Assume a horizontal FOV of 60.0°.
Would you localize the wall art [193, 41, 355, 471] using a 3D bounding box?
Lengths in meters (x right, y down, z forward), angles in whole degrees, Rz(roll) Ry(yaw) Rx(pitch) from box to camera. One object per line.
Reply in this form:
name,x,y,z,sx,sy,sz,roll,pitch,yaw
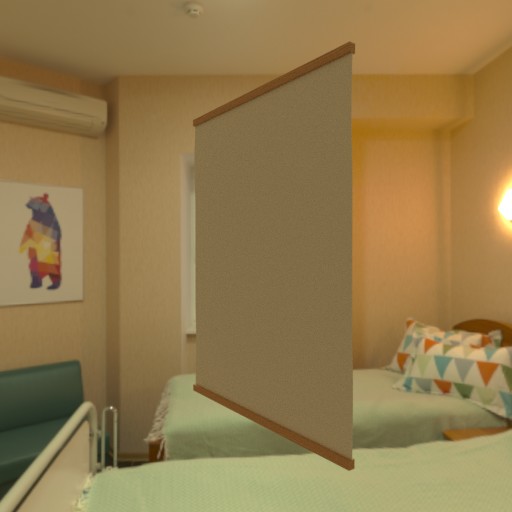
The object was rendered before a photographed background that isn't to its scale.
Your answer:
wall art,0.000,0.000,0.812,0.011,0.605,0.458,0,0,-36
